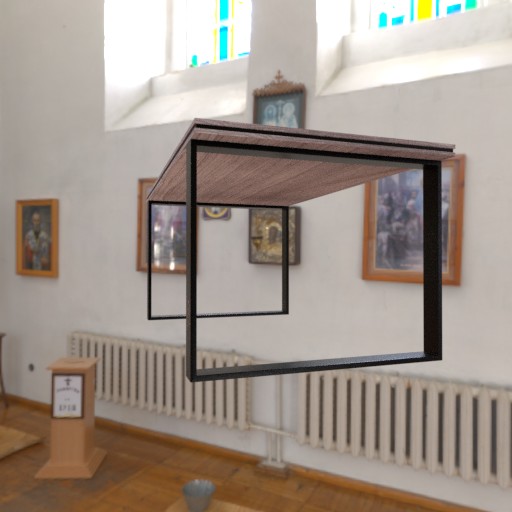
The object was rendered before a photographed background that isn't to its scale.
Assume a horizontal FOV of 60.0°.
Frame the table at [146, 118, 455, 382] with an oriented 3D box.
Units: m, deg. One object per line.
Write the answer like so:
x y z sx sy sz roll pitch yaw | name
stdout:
0.000 0.000 2.091 0.881 0.736 1.579 0 -1 -19 | table
